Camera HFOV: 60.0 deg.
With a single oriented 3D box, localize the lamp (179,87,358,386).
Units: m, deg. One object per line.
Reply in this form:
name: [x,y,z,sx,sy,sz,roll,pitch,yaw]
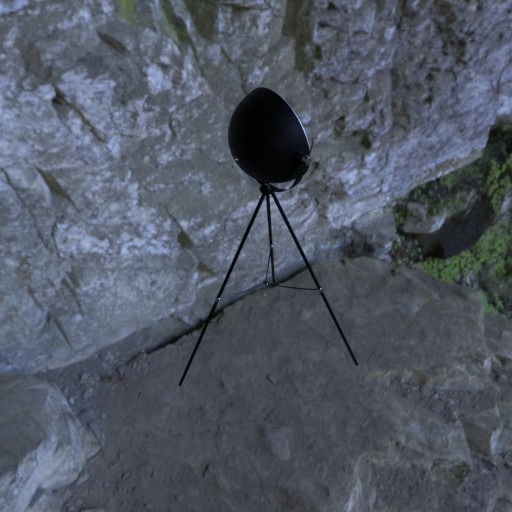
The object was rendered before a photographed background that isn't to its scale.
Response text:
lamp: [0.000,0.000,2.077,0.920,1.512,0.817,-26,47,-27]
